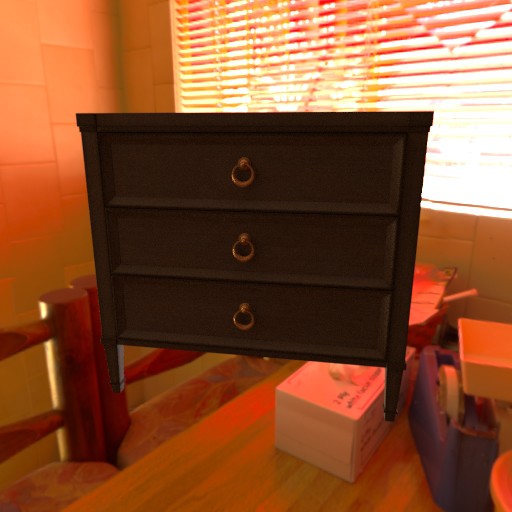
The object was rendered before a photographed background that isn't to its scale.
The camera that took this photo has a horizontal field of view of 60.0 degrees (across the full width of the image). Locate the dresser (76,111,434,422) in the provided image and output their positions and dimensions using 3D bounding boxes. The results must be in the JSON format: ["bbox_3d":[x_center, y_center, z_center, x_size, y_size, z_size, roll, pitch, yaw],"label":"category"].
[{"bbox_3d":[0.000,0.000,1.621,1.049,0.986,0.463,3,16,10],"label":"dresser"}]
